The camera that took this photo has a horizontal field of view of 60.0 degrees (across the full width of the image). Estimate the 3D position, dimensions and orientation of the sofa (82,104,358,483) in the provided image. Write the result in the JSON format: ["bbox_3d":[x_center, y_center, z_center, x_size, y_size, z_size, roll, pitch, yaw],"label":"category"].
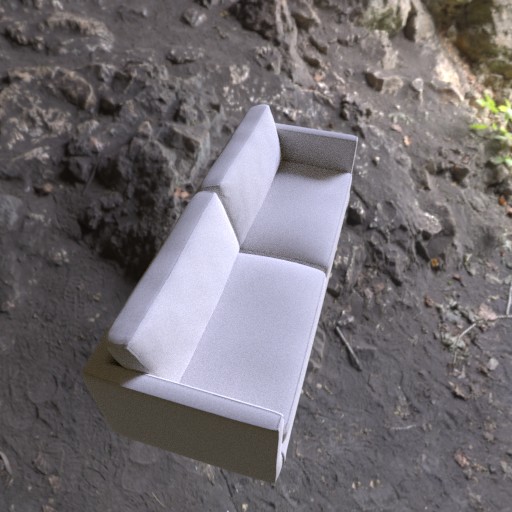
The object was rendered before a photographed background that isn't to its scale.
[{"bbox_3d":[0.000,0.000,2.828,0.951,0.962,2.361,12,47,12],"label":"sofa"}]
